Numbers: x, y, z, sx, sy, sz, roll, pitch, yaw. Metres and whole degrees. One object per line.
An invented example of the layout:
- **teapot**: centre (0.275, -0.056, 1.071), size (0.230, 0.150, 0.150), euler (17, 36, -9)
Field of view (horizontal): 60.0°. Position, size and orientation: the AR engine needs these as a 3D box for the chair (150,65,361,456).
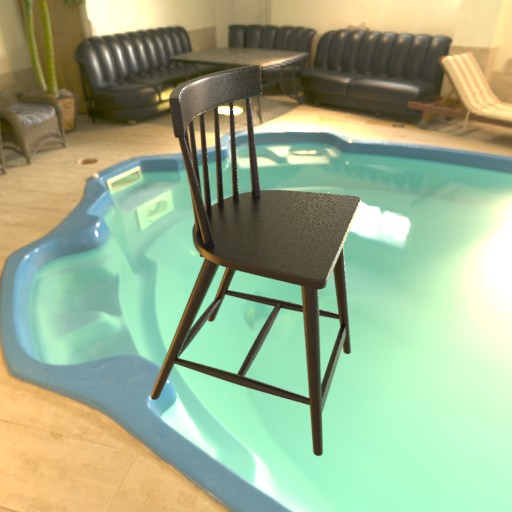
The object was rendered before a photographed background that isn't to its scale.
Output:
- **chair**: centre (0.000, 0.000, 1.277), size (0.572, 0.952, 0.483), euler (11, 33, 18)
